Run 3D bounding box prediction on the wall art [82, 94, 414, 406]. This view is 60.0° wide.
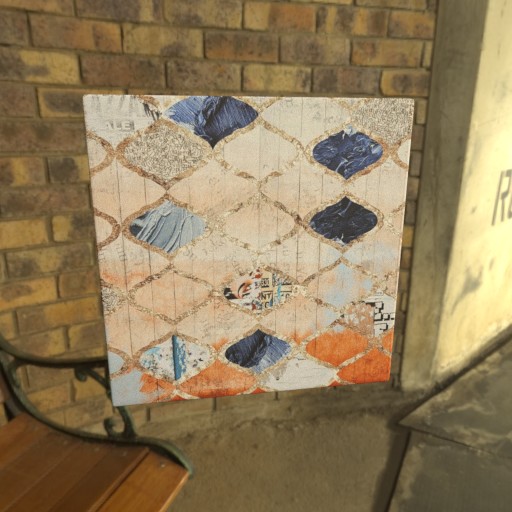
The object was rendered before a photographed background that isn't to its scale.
[{"bbox_3d":[0.000,0.000,0.753,0.507,0.508,0.038,-3,16,-9],"label":"wall art"}]
